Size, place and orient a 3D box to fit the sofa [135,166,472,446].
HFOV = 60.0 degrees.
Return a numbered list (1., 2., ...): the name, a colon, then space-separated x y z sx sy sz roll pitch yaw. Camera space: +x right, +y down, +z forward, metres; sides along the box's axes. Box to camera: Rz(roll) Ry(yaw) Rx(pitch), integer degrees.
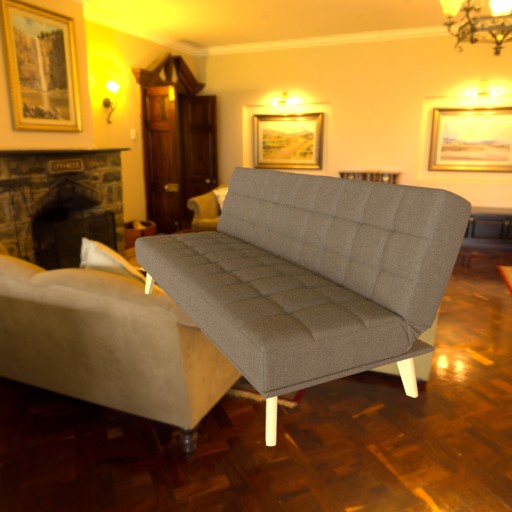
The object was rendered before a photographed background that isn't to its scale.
1. sofa: 0.000 0.000 2.261 0.860 0.810 1.800 -7 16 -26
